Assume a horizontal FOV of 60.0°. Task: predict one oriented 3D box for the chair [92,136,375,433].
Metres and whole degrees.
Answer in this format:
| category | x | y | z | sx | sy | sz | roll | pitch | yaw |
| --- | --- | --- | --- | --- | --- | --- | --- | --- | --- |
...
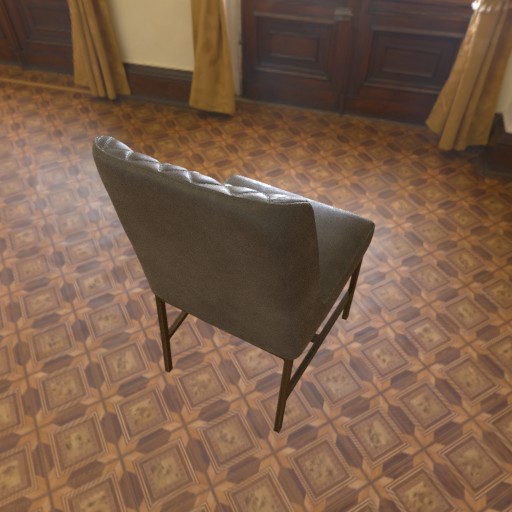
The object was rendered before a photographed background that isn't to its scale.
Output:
| category | x | y | z | sx | sy | sz | roll | pitch | yaw |
| --- | --- | --- | --- | --- | --- | --- | --- | --- | --- |
| chair | 0.000 | 0.000 | 1.236 | 0.508 | 0.889 | 0.587 | 22 | 50 | 20 |
